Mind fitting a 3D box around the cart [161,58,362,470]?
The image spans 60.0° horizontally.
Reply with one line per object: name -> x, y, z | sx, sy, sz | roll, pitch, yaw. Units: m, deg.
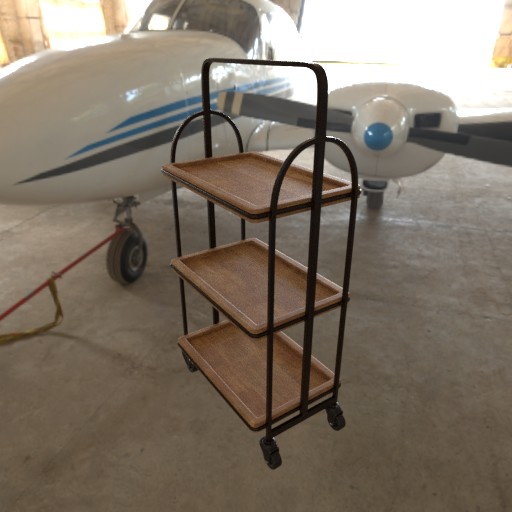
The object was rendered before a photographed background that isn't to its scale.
cart -> 0.000, 0.000, 1.235 | 0.327, 1.001, 0.553 | -16, 30, -31
